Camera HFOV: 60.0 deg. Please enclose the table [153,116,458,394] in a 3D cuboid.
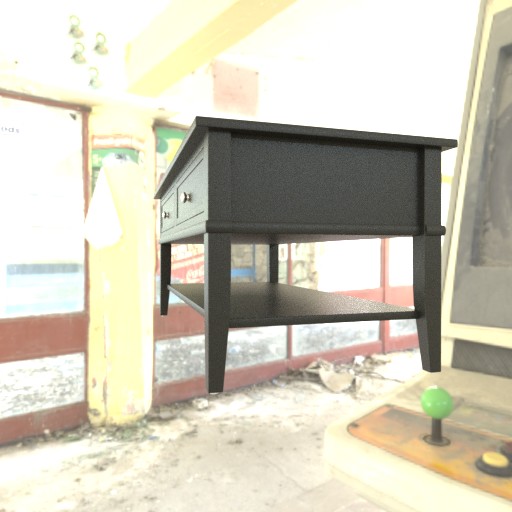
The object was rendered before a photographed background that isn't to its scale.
[{"bbox_3d":[0.000,0.000,1.306,0.523,0.470,1.044,0,0,-17],"label":"table"}]
